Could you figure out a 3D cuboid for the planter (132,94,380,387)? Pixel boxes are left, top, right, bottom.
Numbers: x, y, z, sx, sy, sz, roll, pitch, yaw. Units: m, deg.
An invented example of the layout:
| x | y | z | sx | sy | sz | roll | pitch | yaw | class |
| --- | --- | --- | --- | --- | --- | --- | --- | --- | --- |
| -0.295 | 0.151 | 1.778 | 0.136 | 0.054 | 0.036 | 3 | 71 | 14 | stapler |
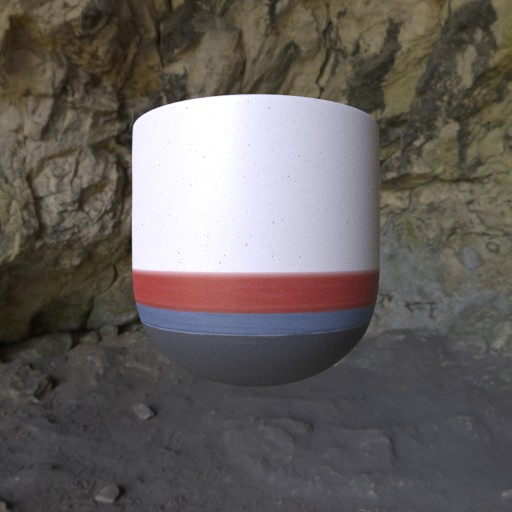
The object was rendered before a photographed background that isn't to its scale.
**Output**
| x | y | z | sx | sy | sz | roll | pitch | yaw | class |
| --- | --- | --- | --- | --- | --- | --- | --- | --- | --- |
| 0.000 | 0.000 | 0.498 | 0.268 | 0.270 | 0.268 | 0 | 1 | 0 | planter |
